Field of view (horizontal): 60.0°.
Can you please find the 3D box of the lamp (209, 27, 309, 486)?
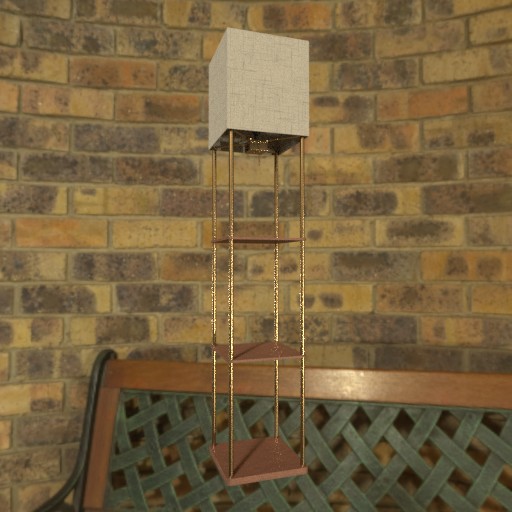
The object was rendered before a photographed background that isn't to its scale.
[{"bbox_3d":[0.000,0.000,1.707,0.308,1.569,0.310,0,-1,-18],"label":"lamp"}]
